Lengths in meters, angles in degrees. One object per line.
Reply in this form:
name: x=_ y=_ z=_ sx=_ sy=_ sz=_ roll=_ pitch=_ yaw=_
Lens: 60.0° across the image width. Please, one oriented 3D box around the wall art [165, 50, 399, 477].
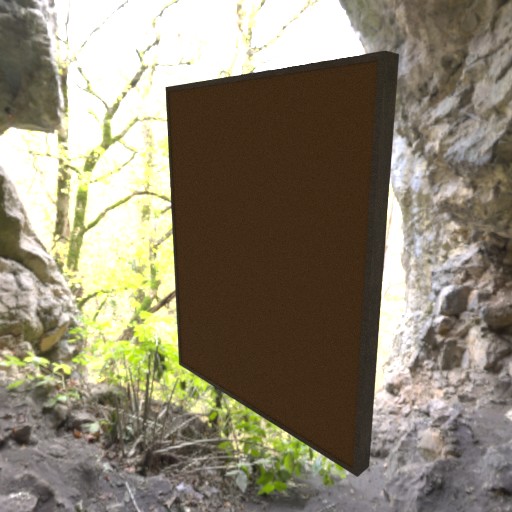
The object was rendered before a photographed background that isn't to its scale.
wall art: x=0.000 y=0.000 z=0.680 sx=0.032 sy=0.521 sz=0.421 roll=-13 pitch=19 yaw=-42
